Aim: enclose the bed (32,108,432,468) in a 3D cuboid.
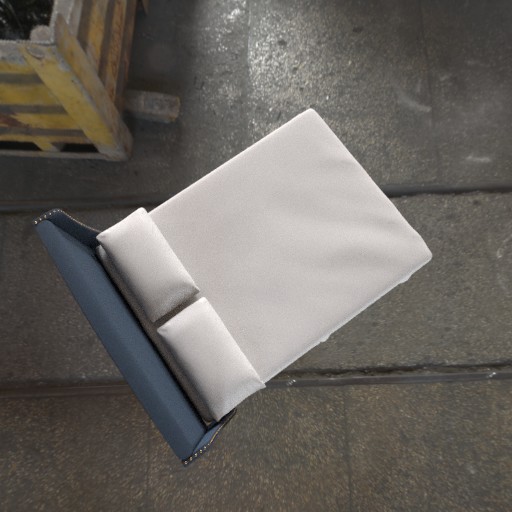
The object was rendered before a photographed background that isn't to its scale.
[{"bbox_3d":[0.000,0.000,3.299,2.237,1.407,1.710,-35,79,-7],"label":"bed"}]
